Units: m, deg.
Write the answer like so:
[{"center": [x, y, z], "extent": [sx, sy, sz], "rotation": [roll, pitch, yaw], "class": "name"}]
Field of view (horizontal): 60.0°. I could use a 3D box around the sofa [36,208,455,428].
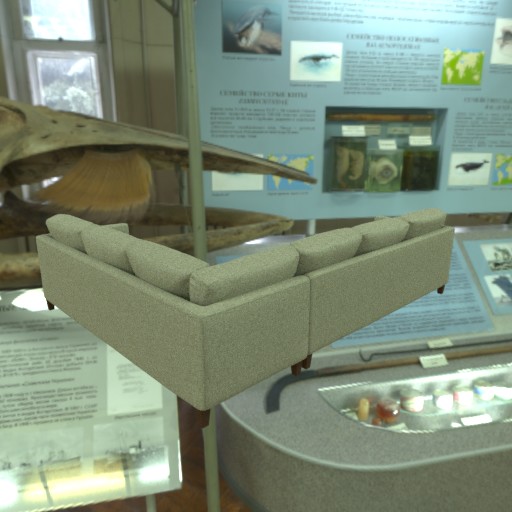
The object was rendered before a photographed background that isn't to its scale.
[{"center": [0.000, 0.000, 4.395], "extent": [3.302, 0.947, 2.593], "rotation": [-15, 22, -42], "class": "sofa"}]
